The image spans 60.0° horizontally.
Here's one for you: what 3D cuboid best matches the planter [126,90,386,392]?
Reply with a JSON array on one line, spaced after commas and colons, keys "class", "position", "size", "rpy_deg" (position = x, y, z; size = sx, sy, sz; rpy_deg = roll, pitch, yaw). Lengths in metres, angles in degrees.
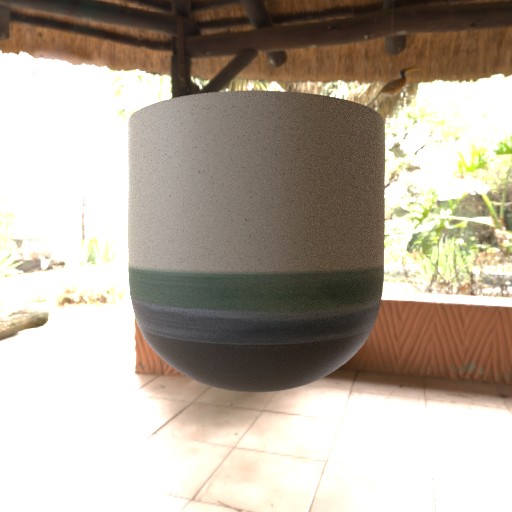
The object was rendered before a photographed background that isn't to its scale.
[{"class": "planter", "position": [0.000, 0.000, 0.482], "size": [0.268, 0.270, 0.268], "rpy_deg": [0, 3, 0]}]
